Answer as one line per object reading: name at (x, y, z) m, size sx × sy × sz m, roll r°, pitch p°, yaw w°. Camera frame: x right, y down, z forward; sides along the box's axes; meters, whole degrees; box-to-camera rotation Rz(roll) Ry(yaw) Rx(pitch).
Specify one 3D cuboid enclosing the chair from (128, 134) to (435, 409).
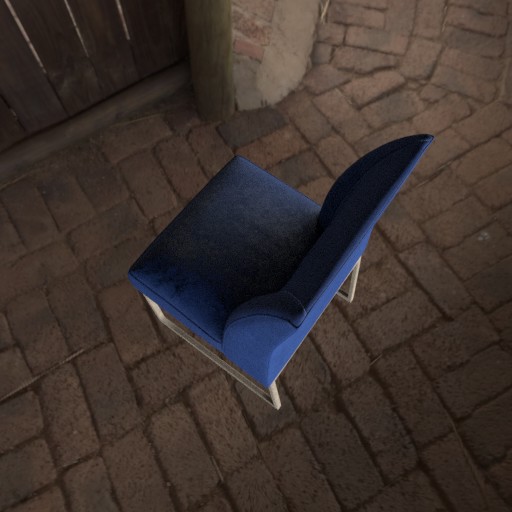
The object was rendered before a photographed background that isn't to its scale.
chair at (0.000, 0.000, 1.200) m, size 0.522 × 0.863 × 0.508 m, roll 33°, pitch 69°, yaw 15°
